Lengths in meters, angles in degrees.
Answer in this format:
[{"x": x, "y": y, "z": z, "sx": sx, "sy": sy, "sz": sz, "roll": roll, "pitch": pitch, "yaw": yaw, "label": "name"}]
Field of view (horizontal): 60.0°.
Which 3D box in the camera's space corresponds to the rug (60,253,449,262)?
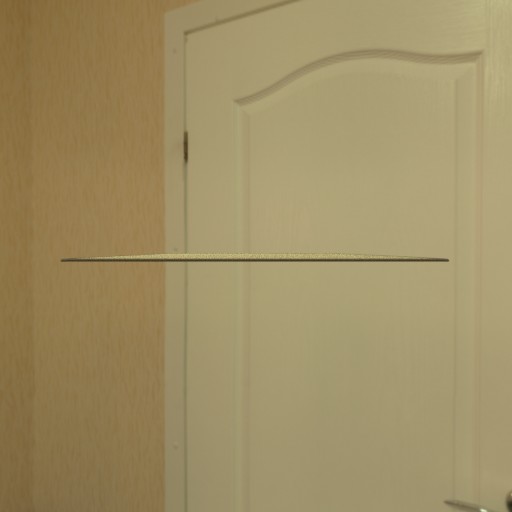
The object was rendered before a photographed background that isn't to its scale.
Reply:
[{"x": 0.000, "y": 0.000, "z": 2.785, "sx": 1.523, "sy": 0.012, "sz": 2.133, "roll": 0, "pitch": 1, "yaw": 0, "label": "rug"}]
